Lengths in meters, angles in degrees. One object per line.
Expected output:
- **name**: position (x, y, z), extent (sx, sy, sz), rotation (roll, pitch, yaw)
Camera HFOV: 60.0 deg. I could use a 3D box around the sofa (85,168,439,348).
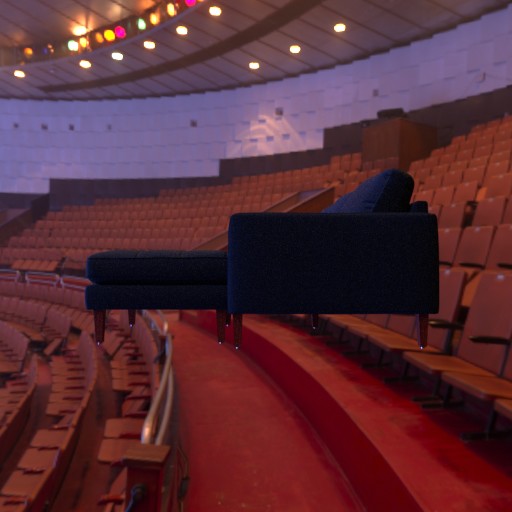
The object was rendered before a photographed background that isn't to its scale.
- **sofa**: position (0.000, 0.000, 3.020), extent (1.613, 0.841, 2.185), rotation (0, 0, 0)
